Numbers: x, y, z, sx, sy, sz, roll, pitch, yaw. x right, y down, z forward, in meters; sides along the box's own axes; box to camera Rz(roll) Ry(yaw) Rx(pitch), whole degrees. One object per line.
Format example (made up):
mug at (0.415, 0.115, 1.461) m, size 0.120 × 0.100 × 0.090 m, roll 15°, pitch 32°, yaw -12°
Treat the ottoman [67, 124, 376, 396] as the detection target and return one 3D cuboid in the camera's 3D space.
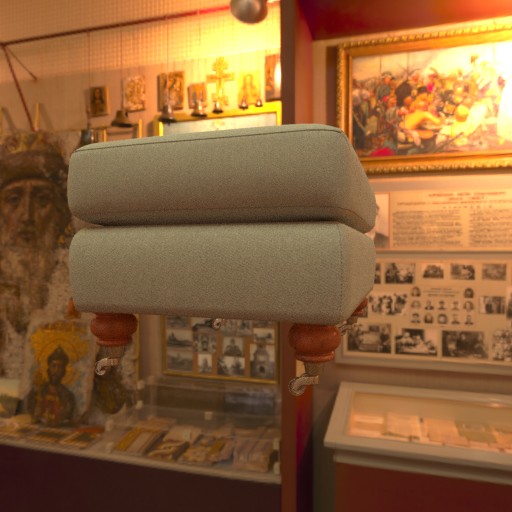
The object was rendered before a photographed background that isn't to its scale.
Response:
ottoman at (0.000, 0.000, 1.143) m, size 0.569 × 0.499 × 0.773 m, roll 0°, pitch 0°, yaw 18°
